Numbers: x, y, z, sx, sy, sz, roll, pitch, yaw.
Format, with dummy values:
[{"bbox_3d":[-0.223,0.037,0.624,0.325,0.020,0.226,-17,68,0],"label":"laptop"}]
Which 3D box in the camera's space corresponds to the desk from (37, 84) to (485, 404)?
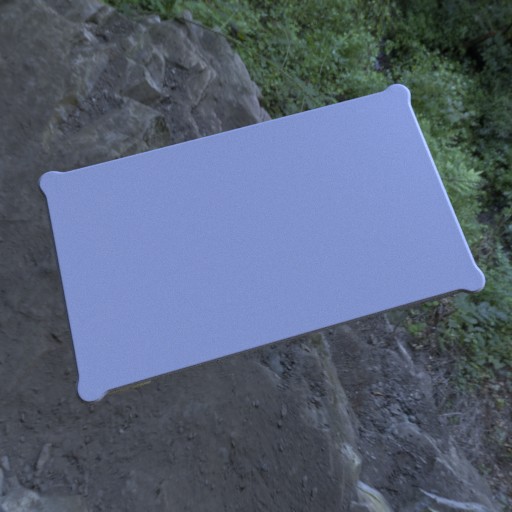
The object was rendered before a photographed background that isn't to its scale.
[{"bbox_3d":[0.000,0.000,1.865,1.380,0.762,0.807,-15,77,-4],"label":"desk"}]
